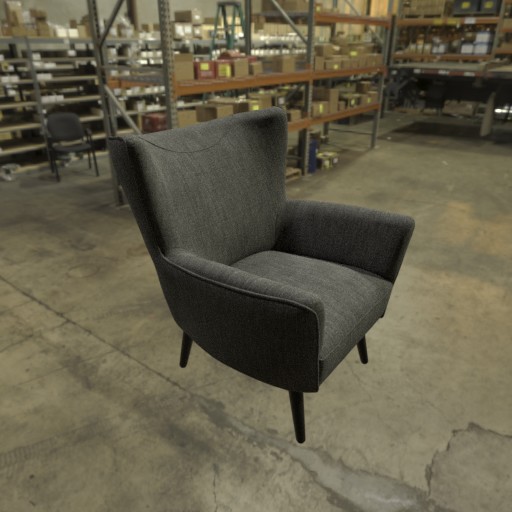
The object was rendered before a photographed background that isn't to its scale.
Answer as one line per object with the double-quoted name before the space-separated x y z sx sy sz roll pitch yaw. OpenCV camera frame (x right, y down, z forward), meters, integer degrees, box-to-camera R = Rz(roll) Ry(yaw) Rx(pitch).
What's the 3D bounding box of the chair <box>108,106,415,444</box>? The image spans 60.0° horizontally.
"chair" 0.000 0.000 1.604 0.888 0.933 0.781 18 31 33
